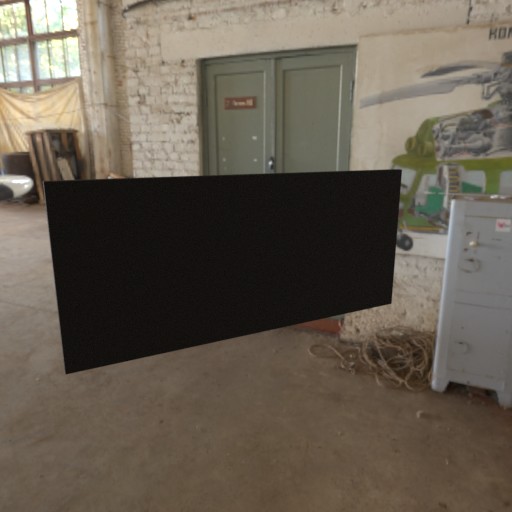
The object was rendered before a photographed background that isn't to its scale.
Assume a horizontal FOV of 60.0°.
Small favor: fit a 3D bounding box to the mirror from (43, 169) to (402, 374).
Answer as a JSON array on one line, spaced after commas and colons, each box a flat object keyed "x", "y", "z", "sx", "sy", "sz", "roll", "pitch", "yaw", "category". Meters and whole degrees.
[{"x": 0.000, "y": 0.000, "z": 1.899, "sx": 1.584, "sy": 0.692, "sz": 0.047, "roll": -7, "pitch": 16, "yaw": -27, "category": "mirror"}]
